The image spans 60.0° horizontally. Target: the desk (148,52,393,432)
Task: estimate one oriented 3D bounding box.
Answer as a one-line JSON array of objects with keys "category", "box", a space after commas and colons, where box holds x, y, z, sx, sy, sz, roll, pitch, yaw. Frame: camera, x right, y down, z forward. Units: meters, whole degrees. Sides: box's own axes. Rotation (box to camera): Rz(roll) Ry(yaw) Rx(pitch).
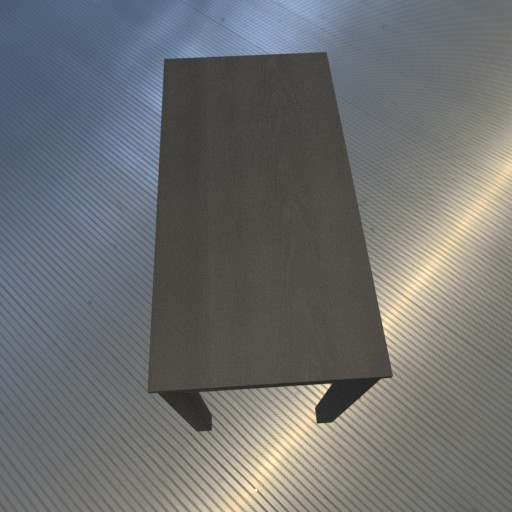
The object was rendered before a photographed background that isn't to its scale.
[{"category": "desk", "box": [0.000, 0.000, 1.465, 0.499, 0.762, 0.991, -3, 62, -2]}]
